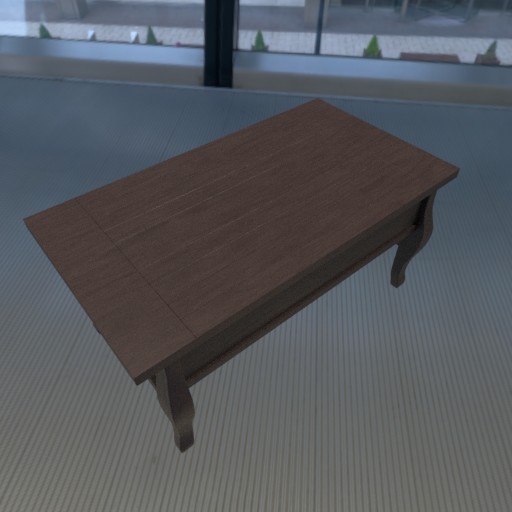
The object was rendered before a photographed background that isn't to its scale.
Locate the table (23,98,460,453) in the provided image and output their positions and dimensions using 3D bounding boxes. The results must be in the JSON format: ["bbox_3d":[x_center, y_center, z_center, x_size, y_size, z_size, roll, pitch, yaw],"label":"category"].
[{"bbox_3d":[0.000,0.000,1.386,1.062,0.494,0.600,-30,52,-27],"label":"table"}]
